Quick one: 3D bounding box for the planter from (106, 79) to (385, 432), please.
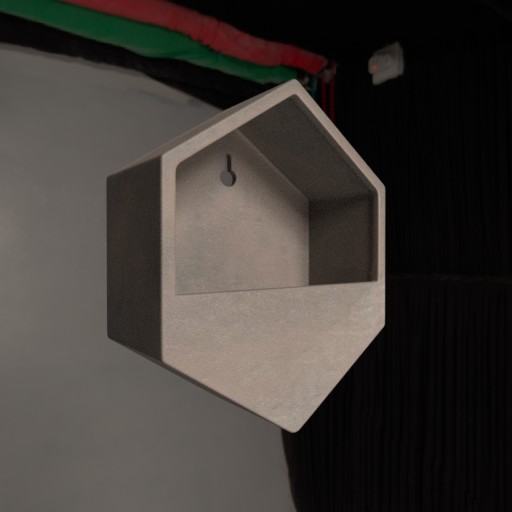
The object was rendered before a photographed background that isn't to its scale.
[{"bbox_3d":[0.000,0.000,0.289,0.169,0.206,0.077,0,1,-37],"label":"planter"}]
